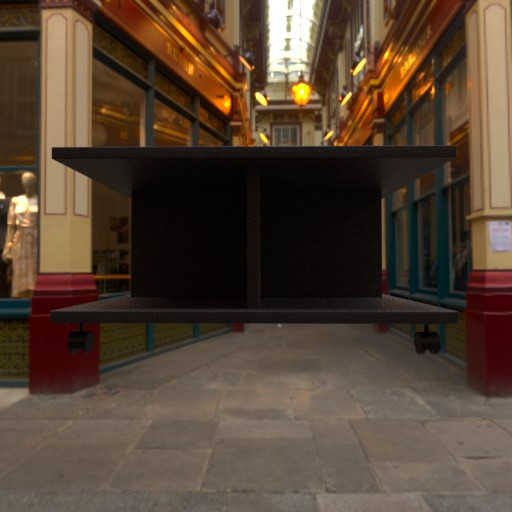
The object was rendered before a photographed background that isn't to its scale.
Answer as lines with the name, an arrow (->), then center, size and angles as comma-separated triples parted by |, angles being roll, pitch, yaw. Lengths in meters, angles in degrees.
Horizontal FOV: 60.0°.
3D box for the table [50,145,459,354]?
table -> 0.000, 0.000, 1.208 | 0.762, 0.396, 0.762 | 0, -1, 1
